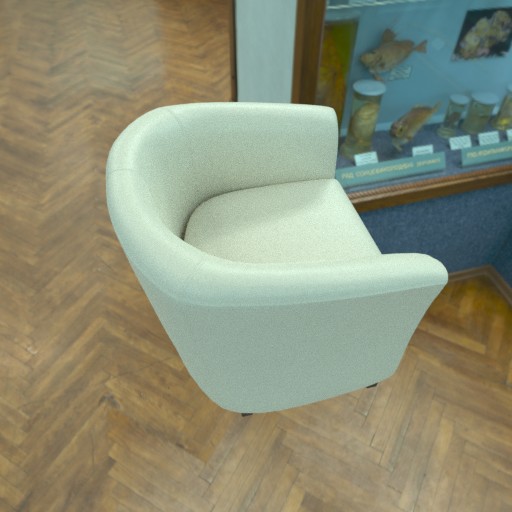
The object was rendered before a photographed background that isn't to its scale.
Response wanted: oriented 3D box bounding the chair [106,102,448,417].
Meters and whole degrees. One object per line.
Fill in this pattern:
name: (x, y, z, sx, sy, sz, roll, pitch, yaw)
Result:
chair: (0.000, 0.000, 1.356, 0.727, 0.756, 0.792, -10, 48, -9)
